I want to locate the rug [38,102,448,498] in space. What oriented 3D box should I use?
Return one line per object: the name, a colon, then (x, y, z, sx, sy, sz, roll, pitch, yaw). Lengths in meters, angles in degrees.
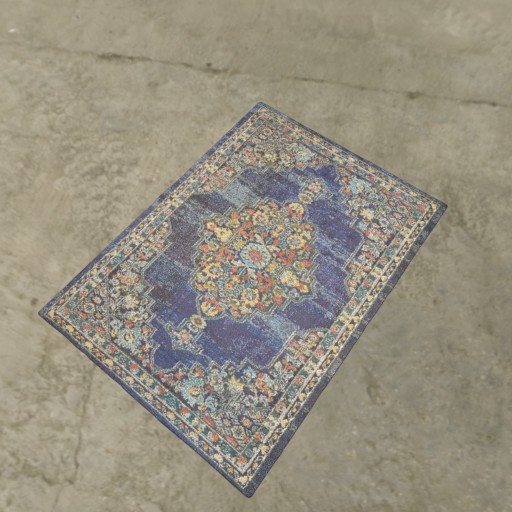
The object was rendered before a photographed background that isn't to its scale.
rug: (0.000, 0.000, 2.856, 1.630, 0.009, 2.232, 34, 67, 16)
